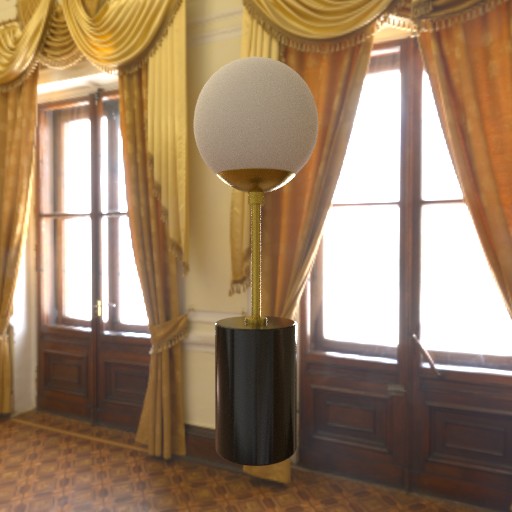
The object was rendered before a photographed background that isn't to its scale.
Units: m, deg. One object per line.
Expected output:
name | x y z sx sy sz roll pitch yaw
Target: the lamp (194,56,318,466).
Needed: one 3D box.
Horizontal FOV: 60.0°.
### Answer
lamp | 0.000 0.000 0.554 0.153 0.480 0.153 0 1 0
